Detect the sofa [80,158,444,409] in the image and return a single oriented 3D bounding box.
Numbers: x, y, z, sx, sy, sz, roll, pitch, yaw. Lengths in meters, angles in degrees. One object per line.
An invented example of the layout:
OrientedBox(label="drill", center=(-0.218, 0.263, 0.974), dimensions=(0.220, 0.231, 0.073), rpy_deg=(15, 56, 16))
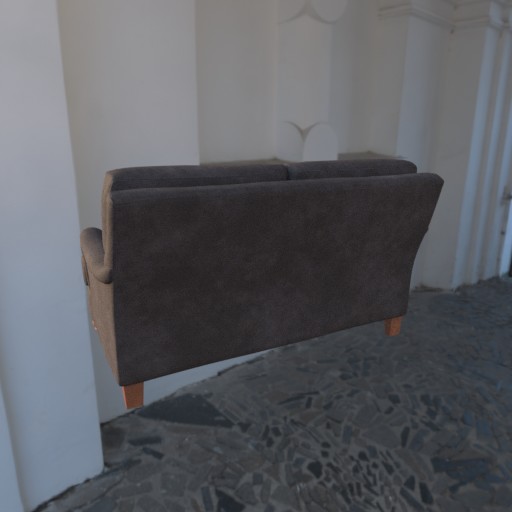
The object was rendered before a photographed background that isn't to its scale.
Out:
OrientedBox(label="sofa", center=(0.000, 0.000, 2.579), dimensions=(1.853, 1.101, 1.084), rpy_deg=(-8, 17, -27))
